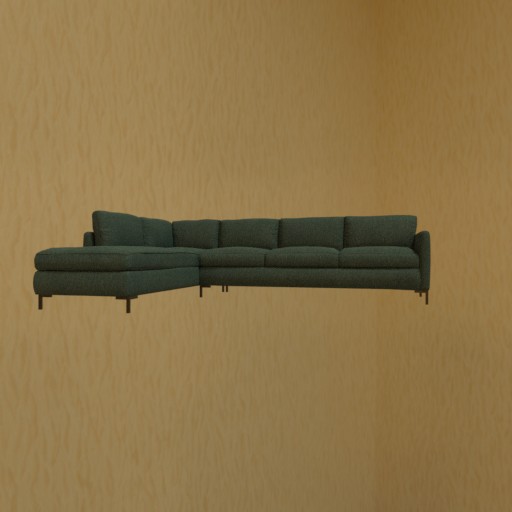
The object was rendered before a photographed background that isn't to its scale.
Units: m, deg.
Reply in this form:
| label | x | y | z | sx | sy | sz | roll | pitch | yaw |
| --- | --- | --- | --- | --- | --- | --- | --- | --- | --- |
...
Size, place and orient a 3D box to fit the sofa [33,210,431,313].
| label | x | y | z | sx | sy | sz | roll | pitch | yaw |
| --- | --- | --- | --- | --- | --- | --- | --- | --- | --- |
| sofa | 0.000 | 0.000 | 3.879 | 2.949 | 0.815 | 2.007 | 0 | 0 | 16 |
